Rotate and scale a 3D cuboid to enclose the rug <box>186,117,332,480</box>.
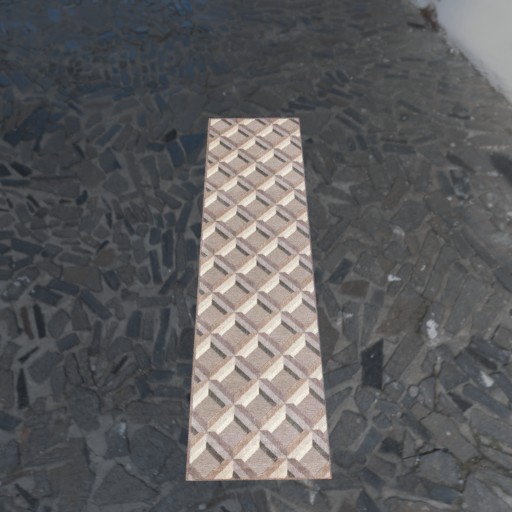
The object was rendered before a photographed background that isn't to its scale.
[{"bbox_3d":[0.000,0.000,2.695,0.685,0.013,2.437,-1,58,0],"label":"rug"}]
